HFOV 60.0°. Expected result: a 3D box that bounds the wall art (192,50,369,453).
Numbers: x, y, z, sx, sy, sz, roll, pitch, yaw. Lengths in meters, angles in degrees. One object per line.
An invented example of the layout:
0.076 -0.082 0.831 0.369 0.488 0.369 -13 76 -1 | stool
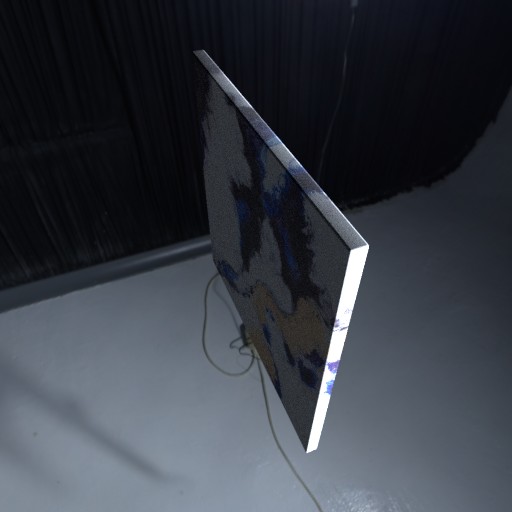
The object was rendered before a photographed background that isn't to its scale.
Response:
0.000 0.000 1.331 0.038 0.885 0.887 -17 48 -16 | wall art
